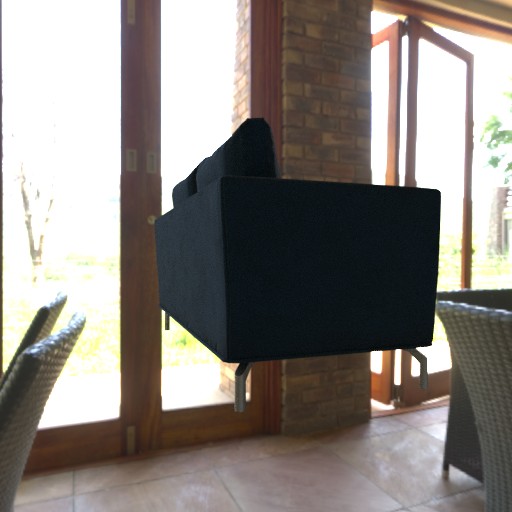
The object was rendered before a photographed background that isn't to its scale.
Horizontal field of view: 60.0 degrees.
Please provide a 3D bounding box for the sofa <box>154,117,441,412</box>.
[{"bbox_3d":[0.000,0.000,2.325,0.853,1.002,1.770,0,0,-19],"label":"sofa"}]
